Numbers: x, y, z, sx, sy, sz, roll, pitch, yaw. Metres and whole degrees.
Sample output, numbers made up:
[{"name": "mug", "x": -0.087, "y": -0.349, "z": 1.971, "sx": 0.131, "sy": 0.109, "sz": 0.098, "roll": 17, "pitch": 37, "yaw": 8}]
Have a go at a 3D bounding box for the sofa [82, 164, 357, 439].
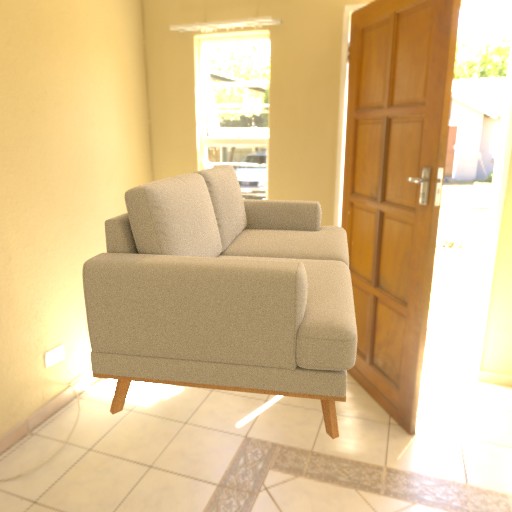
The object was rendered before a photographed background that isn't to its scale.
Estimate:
[{"name": "sofa", "x": 0.000, "y": 0.000, "z": 2.179, "sx": 0.915, "sy": 0.810, "sz": 1.651, "roll": 3, "pitch": 15, "yaw": 10}]
